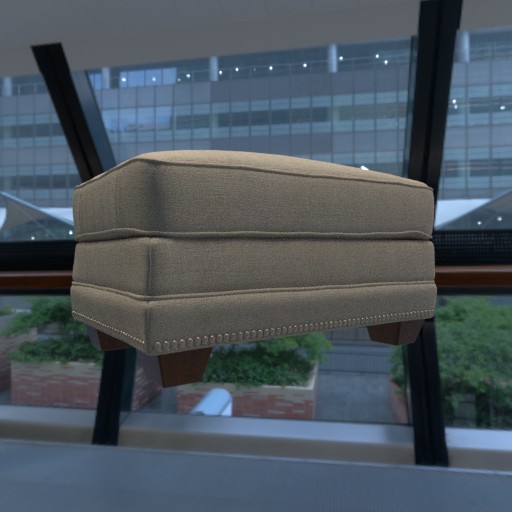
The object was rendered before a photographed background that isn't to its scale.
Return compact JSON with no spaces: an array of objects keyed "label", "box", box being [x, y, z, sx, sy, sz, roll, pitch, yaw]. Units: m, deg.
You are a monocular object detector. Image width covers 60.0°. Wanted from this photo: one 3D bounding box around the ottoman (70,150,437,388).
[{"label":"ottoman","box":[0.000,0.000,1.149,0.813,0.458,0.559,0,0,-35]}]
